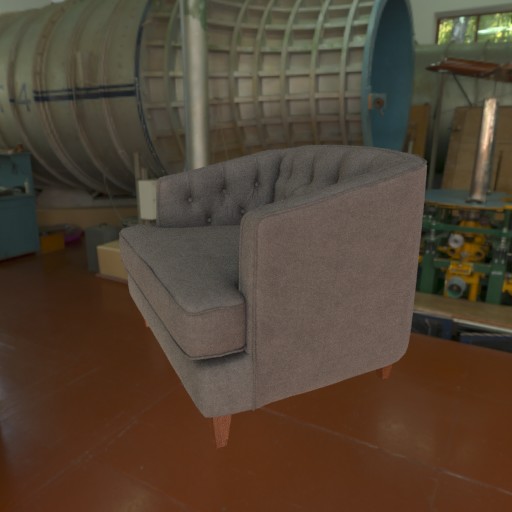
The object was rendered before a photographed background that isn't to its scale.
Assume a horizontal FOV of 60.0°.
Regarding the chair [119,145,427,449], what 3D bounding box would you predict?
[{"bbox_3d":[0.000,0.000,1.788,0.941,0.852,1.104,-8,18,-25],"label":"chair"}]
